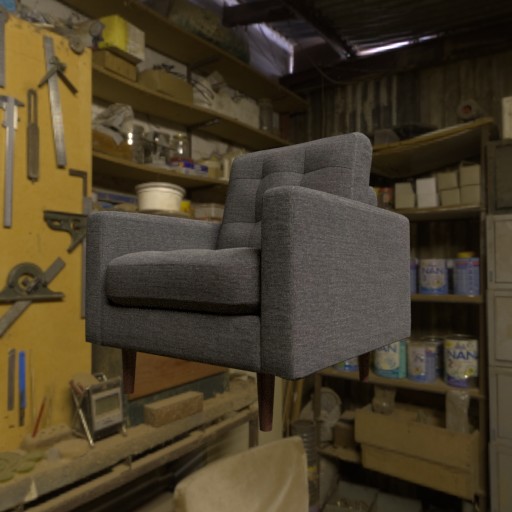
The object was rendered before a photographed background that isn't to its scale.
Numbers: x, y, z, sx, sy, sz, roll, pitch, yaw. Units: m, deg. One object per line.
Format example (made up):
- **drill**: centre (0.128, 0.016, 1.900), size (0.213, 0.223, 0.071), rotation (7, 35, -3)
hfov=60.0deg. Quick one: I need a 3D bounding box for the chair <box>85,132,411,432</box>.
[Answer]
- **chair**: centre (0.000, 0.000, 1.524), size (0.821, 0.880, 0.843), rotation (-1, -2, 37)
